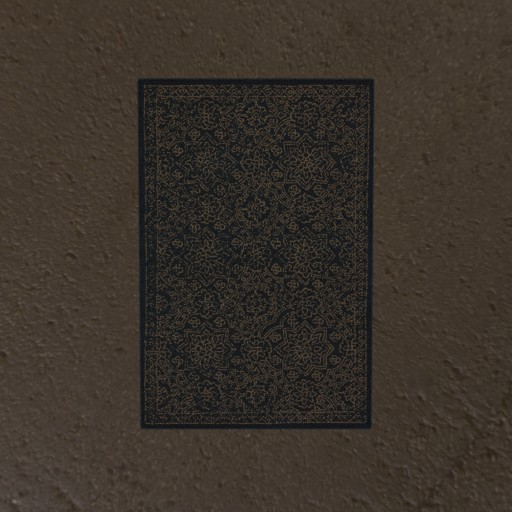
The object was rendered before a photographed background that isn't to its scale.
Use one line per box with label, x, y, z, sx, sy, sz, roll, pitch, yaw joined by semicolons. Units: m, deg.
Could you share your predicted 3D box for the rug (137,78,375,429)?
rug;0.000;0.000;2.308;1.219;0.010;1.829;0;92;0
